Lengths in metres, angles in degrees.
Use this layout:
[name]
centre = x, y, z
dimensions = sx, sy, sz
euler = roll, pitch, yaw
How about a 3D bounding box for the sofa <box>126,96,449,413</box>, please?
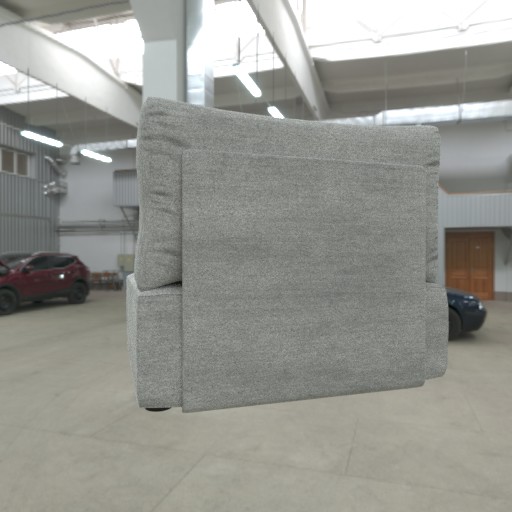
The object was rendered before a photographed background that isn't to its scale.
[sofa]
centre = 0.000, 0.000, 1.691
dimensions = 0.930, 0.820, 1.000
euler = 0, 0, -18
